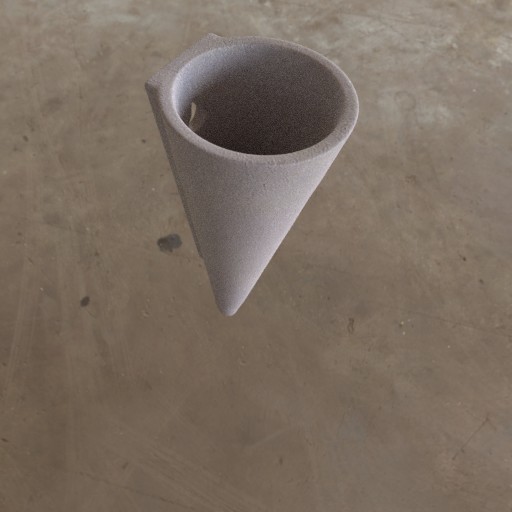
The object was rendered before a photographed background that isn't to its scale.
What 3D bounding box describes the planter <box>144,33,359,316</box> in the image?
[{"bbox_3d":[0.000,0.000,0.294,0.087,0.259,0.078,31,64,18],"label":"planter"}]
